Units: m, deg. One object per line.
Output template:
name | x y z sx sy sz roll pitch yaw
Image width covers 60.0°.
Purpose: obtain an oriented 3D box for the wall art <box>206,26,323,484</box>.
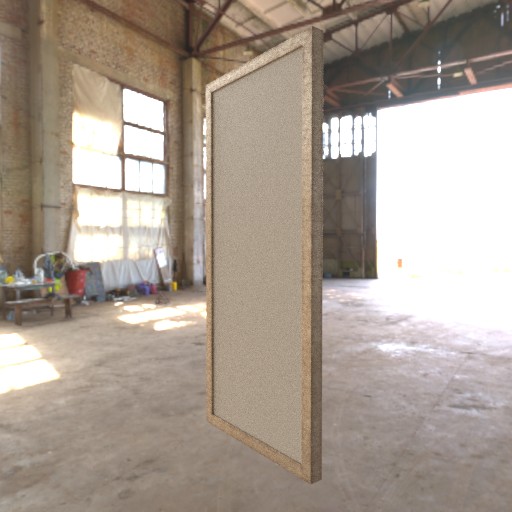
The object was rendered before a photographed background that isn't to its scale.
wall art | 0.000 0.000 1.683 0.051 1.461 0.648 -1 2 -37
